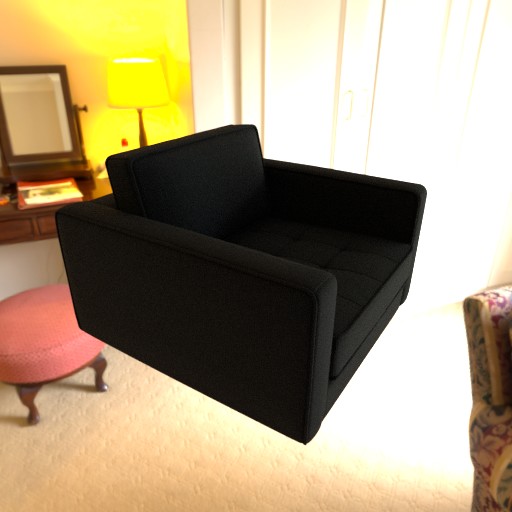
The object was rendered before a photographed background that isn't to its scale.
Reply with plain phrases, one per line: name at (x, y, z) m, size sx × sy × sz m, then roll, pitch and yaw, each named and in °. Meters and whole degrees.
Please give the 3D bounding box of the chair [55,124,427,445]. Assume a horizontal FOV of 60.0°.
chair at (0.000, 0.000, 1.539) m, size 0.920 × 0.770 × 0.899 m, roll 16°, pitch 31°, yaw 30°
